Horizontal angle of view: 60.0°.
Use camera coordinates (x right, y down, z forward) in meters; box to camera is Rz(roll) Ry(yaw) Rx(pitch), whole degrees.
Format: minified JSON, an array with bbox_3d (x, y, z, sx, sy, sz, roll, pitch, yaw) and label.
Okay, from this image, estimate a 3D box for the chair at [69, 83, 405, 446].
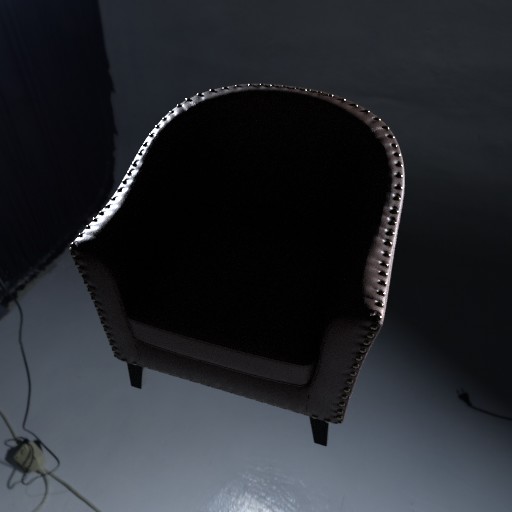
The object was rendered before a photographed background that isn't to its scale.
[{"bbox_3d":[0.000,0.000,1.414,0.794,0.823,0.748,12,44,13],"label":"chair"}]
